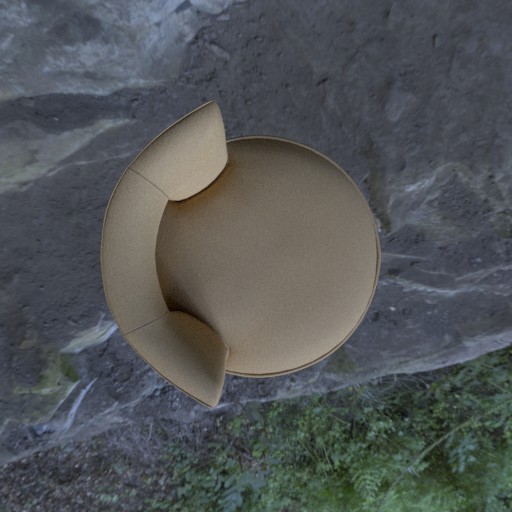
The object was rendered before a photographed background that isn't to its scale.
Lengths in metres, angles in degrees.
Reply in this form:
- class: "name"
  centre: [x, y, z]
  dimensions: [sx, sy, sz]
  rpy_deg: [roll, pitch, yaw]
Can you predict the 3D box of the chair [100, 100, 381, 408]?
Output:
- class: "chair"
  centre: [0.000, 0.000, 1.228]
  dimensions: [0.665, 0.723, 0.650]
  rpy_deg: [0, 89, -1]
